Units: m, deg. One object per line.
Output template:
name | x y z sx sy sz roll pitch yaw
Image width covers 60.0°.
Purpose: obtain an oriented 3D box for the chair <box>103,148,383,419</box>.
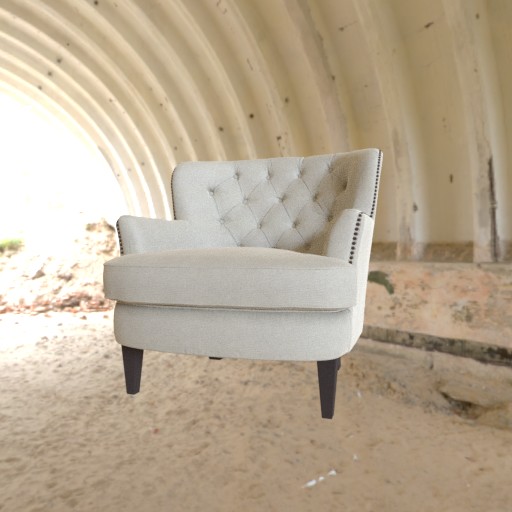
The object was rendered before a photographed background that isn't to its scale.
chair | 0.000 0.000 1.581 0.848 0.868 0.906 0 1 19
